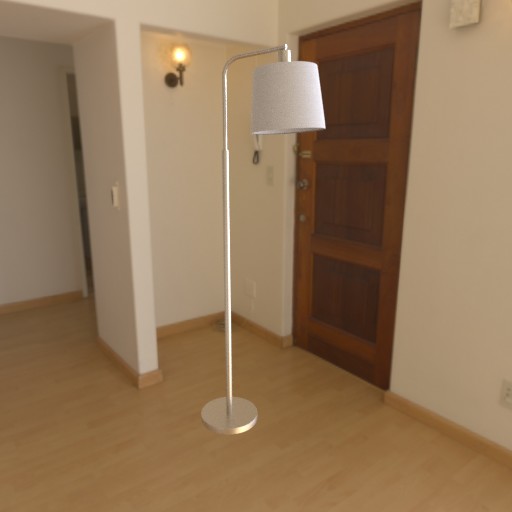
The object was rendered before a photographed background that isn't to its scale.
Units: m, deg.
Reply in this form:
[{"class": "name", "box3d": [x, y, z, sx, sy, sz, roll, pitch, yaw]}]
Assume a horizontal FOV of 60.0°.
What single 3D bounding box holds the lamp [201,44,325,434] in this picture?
[{"class": "lamp", "box3d": [0.000, 0.000, 1.704, 0.508, 1.478, 0.254, 7, 15, 27]}]
